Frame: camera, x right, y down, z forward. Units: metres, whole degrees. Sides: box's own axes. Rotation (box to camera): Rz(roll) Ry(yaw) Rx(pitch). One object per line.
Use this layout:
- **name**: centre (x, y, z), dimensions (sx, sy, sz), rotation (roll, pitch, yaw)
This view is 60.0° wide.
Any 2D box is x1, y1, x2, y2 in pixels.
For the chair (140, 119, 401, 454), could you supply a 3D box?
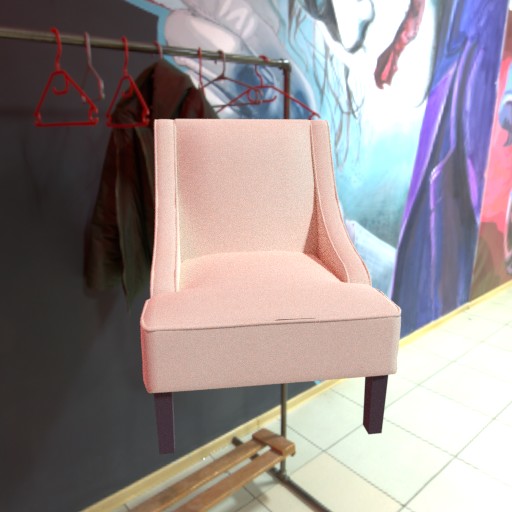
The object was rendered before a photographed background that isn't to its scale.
- **chair**: centre (0.000, 0.000, 1.473), dimensions (0.689, 0.886, 0.806), rotation (-2, 16, -8)
